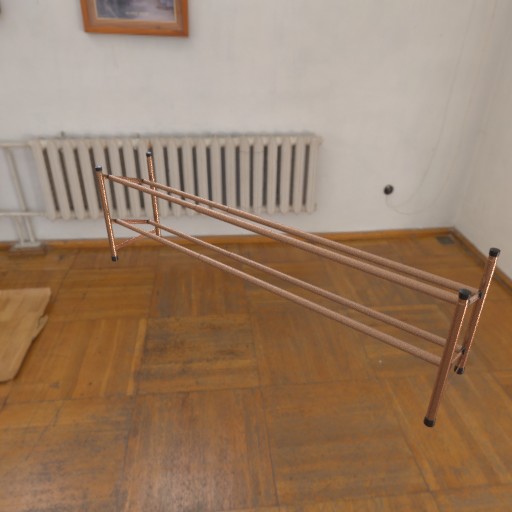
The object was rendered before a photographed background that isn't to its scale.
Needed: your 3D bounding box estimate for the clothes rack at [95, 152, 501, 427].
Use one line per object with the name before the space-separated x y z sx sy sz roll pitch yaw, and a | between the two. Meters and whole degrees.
clothes rack | 0.000 0.000 1.272 1.168 0.349 0.229 22 36 33
